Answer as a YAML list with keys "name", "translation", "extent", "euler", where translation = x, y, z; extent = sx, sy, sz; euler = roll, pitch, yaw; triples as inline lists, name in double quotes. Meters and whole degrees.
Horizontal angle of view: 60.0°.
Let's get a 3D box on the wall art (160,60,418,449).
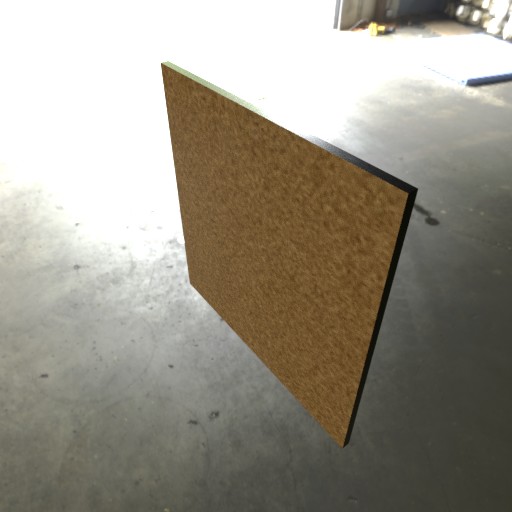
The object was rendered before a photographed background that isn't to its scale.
- name: "wall art"
  translation: [0.000, 0.000, 0.656]
  extent: [0.014, 0.445, 0.446]
  euler: [-26, 47, -27]
